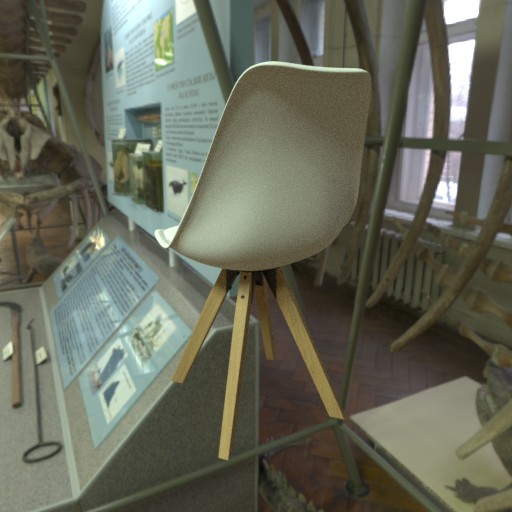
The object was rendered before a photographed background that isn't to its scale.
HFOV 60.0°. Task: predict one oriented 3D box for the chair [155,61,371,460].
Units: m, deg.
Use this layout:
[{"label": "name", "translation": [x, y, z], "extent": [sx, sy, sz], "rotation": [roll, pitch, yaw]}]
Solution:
[{"label": "chair", "translation": [0.000, 0.000, 1.144], "extent": [0.485, 0.849, 0.550], "rotation": [-8, 17, -26]}]
